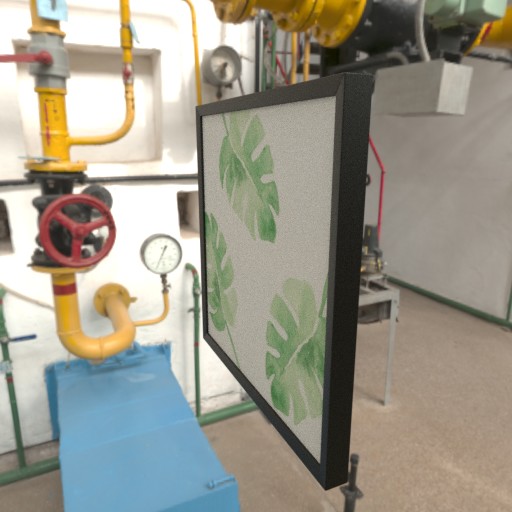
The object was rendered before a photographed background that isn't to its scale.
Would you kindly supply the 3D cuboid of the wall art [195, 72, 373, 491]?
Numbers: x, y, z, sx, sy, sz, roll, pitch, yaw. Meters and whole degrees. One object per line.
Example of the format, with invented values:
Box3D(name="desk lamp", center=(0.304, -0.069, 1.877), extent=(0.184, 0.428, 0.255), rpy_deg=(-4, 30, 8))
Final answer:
Box3D(name="wall art", center=(0.000, 0.000, 0.741), extent=(0.036, 0.508, 0.508), rpy_deg=(-7, 16, -24))
